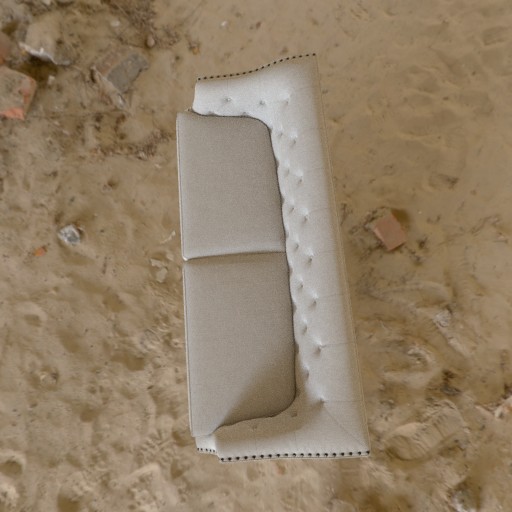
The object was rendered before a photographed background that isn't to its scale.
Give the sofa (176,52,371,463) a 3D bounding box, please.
[{"bbox_3d":[0.000,0.000,2.734,0.914,0.901,2.235,-5,76,-1],"label":"sofa"}]
